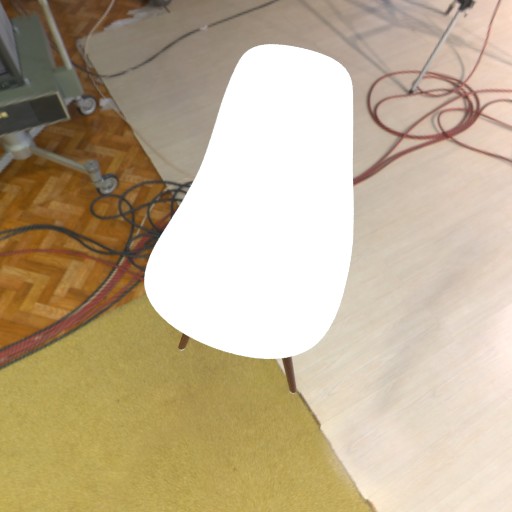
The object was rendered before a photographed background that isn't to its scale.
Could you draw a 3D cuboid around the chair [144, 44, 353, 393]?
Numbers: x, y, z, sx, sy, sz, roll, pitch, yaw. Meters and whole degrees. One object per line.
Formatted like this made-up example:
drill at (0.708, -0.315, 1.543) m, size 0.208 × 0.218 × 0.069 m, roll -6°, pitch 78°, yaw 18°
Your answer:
chair at (0.000, 0.000, 1.133) m, size 0.470 × 0.826 × 0.533 m, roll 18°, pitch 60°, yaw 11°
